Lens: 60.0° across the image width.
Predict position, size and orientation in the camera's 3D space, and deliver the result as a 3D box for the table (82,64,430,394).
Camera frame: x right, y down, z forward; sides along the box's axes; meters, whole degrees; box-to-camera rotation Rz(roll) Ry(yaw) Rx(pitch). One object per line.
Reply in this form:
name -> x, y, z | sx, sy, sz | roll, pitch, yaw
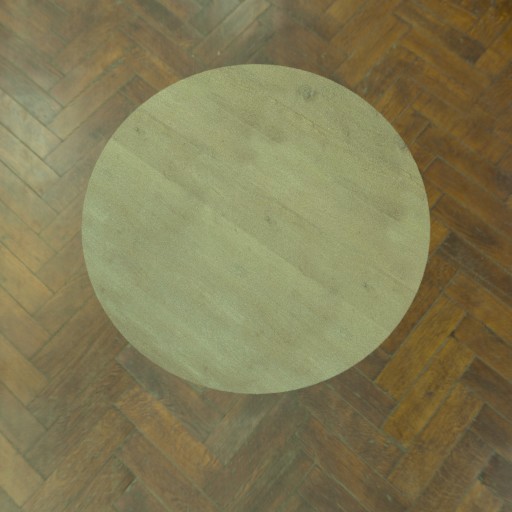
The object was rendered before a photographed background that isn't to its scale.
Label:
table -> 0.000, 0.000, 1.397 | 0.800, 0.780, 0.800 | 0, 75, 0
